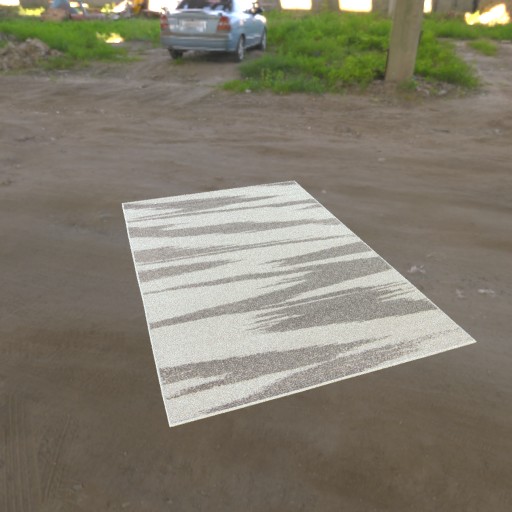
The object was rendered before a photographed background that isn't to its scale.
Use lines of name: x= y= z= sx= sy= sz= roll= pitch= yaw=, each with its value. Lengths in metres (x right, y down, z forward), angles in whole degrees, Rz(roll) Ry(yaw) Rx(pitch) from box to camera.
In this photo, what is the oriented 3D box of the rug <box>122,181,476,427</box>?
rug: x=0.000 y=0.000 z=2.324 sx=1.225 sy=0.008 sz=1.827 roll=-10 pitch=33 yaw=-16
